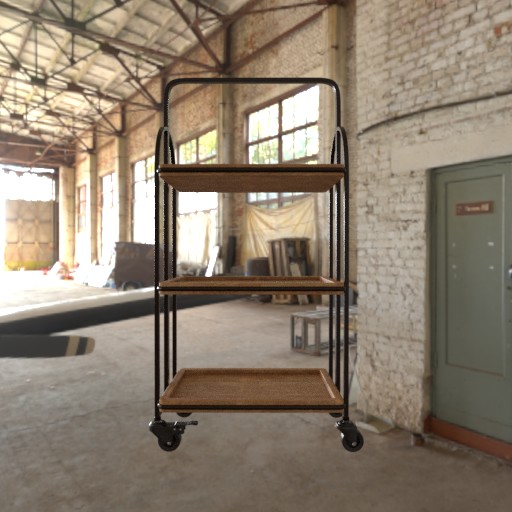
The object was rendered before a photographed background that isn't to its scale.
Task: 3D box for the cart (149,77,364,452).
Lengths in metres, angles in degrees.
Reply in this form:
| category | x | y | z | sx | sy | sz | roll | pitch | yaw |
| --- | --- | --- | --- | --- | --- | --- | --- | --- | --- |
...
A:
| category | x | y | z | sx | sy | sz | roll | pitch | yaw |
| --- | --- | --- | --- | --- | --- | --- | --- | --- | --- |
| cart | 0.000 | 0.000 | 1.255 | 0.553 | 1.001 | 0.327 | 0 | 1 | 0 |
